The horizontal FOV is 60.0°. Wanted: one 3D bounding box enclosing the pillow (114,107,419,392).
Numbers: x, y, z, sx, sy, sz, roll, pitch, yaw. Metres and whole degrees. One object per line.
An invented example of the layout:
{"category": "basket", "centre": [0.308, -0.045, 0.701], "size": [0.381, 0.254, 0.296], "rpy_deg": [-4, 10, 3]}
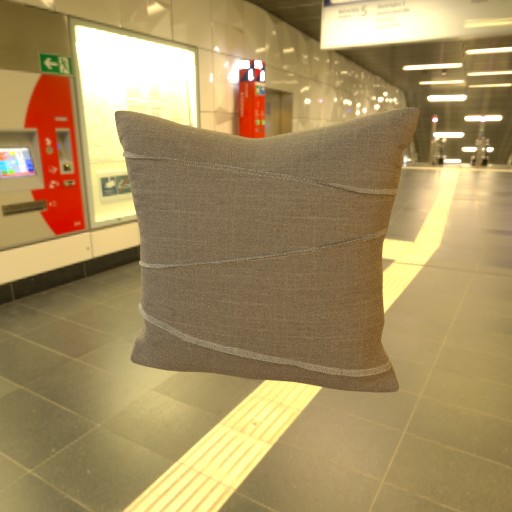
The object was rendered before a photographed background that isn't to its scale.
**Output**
{"category": "pillow", "centre": [0.000, 0.000, 0.633], "size": [0.424, 0.400, 0.169], "rpy_deg": [3, 16, 11]}
